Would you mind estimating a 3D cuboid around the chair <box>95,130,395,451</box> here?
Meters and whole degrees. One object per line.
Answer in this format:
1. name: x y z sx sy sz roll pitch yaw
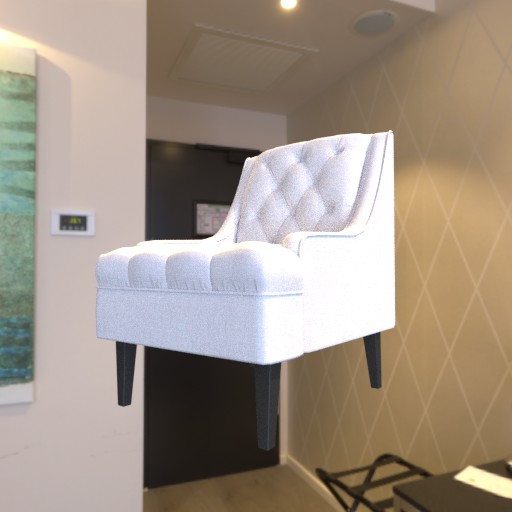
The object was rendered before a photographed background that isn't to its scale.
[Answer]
1. chair: 0.000 0.000 1.414 0.658 0.891 0.772 -1 -2 37
